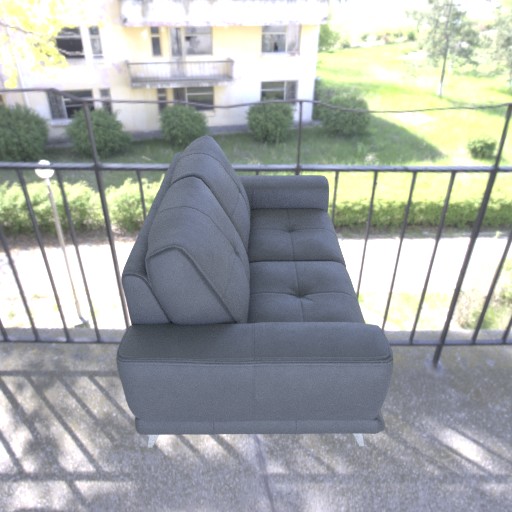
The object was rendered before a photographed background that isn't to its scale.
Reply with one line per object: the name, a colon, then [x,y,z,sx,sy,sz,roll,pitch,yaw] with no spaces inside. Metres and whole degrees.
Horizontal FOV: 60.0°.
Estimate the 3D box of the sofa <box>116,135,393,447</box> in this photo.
sofa: [0.000,0.000,2.349,1.018,0.907,1.806,0,32,0]
